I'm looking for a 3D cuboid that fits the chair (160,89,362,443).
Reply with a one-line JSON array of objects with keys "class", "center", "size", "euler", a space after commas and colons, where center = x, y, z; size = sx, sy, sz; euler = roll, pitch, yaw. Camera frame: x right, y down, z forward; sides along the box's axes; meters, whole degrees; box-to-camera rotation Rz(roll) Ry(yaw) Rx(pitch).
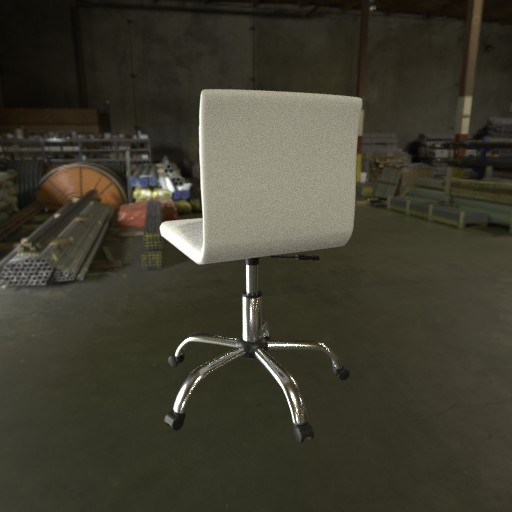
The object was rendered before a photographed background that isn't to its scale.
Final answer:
[{"class": "chair", "center": [0.000, 0.000, 1.157], "size": [0.556, 0.780, 0.530], "euler": [-7, 16, -26]}]
